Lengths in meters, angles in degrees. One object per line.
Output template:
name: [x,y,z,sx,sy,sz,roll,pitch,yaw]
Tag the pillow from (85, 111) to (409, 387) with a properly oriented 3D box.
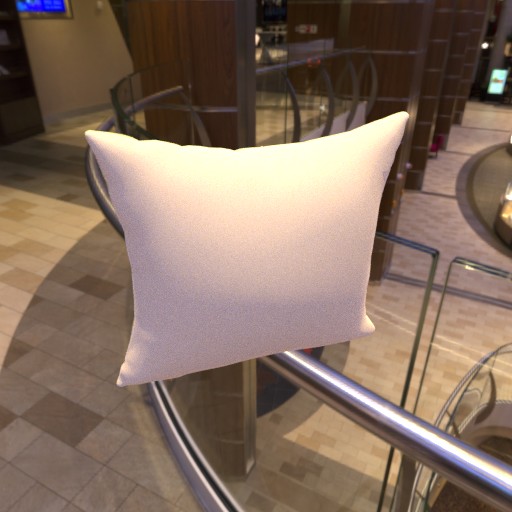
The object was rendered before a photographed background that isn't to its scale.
pillow: [0.000,0.000,0.811,0.560,0.487,0.229,-9,30,-15]
